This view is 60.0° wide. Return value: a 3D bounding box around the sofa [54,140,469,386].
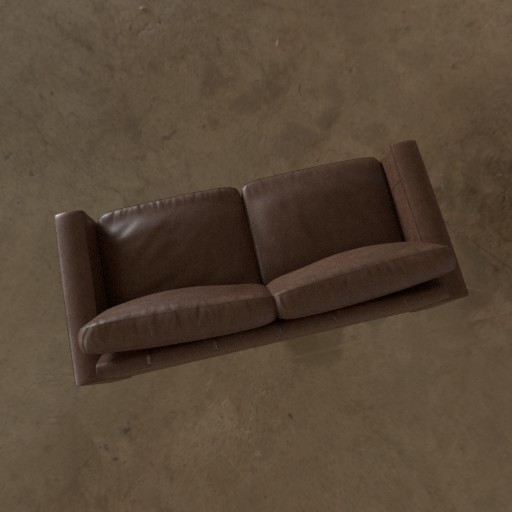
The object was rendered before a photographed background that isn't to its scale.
[{"bbox_3d":[0.000,0.000,2.604,2.179,0.873,1.016,-12,76,-3],"label":"sofa"}]
